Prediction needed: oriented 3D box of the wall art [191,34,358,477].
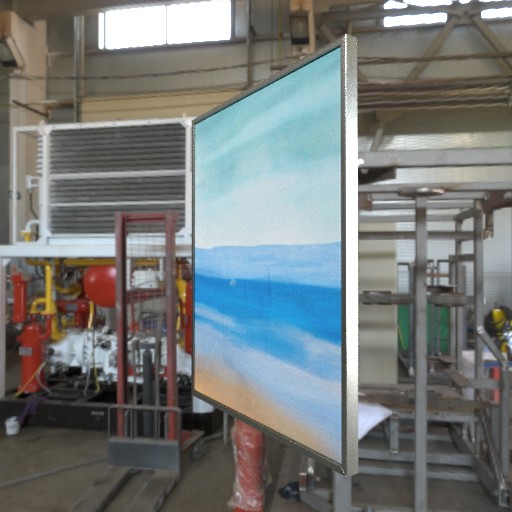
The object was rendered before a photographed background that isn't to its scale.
[{"bbox_3d":[0.000,0.000,1.399,0.041,1.062,0.803,0,-1,-35],"label":"wall art"}]
